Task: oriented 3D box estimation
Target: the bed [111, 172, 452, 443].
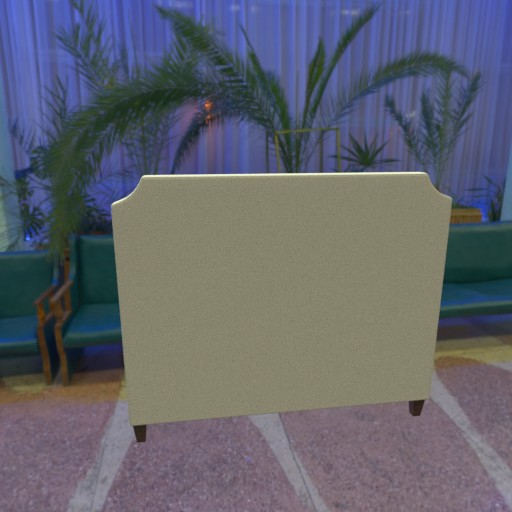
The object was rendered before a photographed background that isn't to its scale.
[{"bbox_3d":[0.000,0.000,3.398,1.703,1.415,2.329,-2,15,-8],"label":"bed"}]
